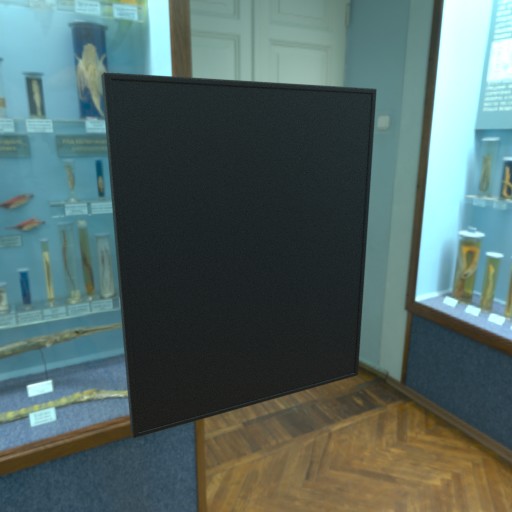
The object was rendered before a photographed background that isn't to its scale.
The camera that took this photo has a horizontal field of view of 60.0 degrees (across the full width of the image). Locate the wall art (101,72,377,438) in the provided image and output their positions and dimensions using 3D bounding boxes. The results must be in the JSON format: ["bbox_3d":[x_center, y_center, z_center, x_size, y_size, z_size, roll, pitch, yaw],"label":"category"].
[{"bbox_3d":[0.000,0.000,0.751,0.451,0.551,0.028,-7,16,-25],"label":"wall art"}]
